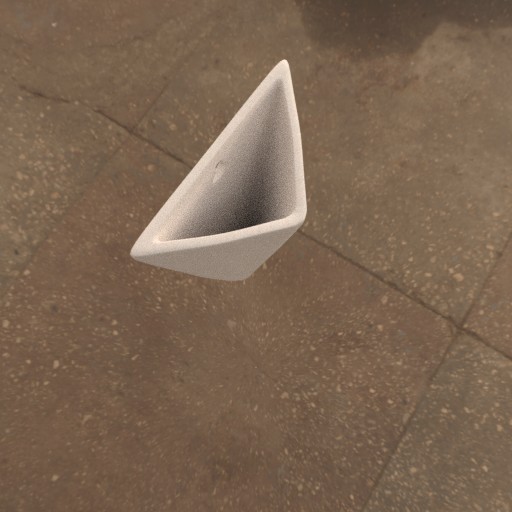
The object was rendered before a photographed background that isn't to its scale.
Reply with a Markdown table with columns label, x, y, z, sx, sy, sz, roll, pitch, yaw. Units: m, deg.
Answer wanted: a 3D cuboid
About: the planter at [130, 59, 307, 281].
| label | x | y | z | sx | sy | sz | roll | pitch | yaw |
| --- | --- | --- | --- | --- | --- | --- | --- | --- | --- |
| planter | 0.000 | 0.000 | 0.400 | 0.065 | 0.338 | 0.143 | 34 | 78 | 8 |
